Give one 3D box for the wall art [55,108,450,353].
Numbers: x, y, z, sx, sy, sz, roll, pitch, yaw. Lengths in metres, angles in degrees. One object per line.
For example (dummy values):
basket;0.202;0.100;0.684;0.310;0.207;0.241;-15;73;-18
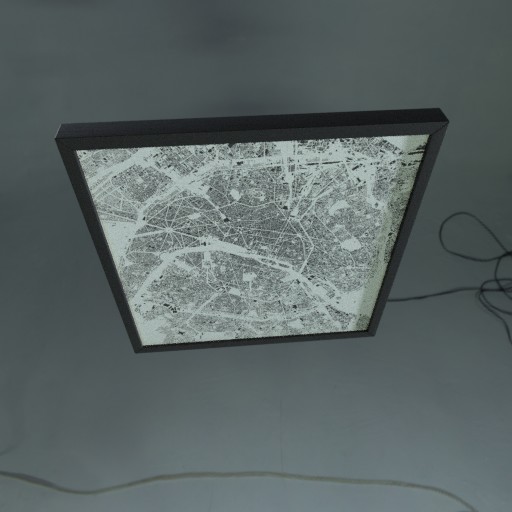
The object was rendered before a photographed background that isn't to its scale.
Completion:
wall art;0.000;0.000;0.763;0.508;0.508;0.037;-3;47;-3
